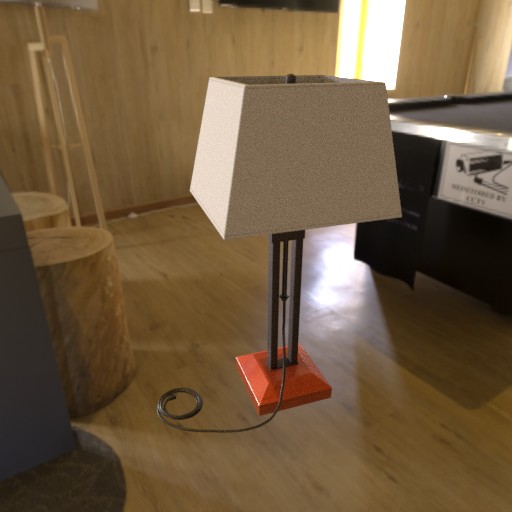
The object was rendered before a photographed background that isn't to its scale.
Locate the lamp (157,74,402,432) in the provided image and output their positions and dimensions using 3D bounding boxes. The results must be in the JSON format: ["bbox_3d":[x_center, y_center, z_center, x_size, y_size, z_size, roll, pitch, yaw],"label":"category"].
[{"bbox_3d":[0.000,0.000,0.971,0.498,0.737,0.310,-8,26,-17],"label":"lamp"}]
